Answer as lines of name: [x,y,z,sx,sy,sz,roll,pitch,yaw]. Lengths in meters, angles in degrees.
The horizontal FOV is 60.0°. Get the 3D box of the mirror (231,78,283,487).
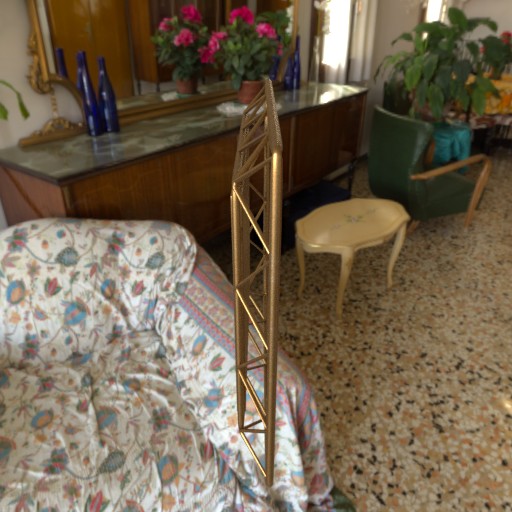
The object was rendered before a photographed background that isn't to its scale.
mirror: [0.000,0.000,0.615,0.046,0.414,0.416,0,29,0]
